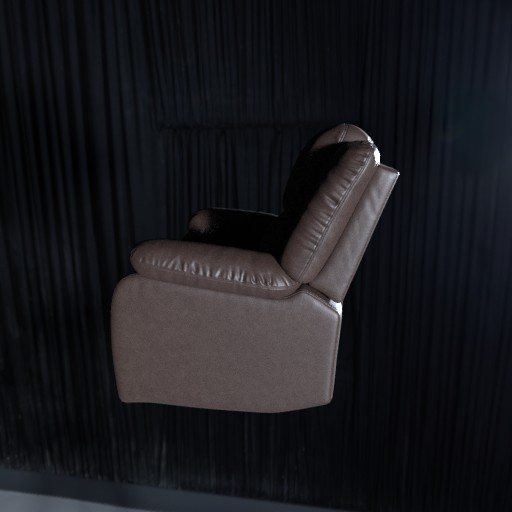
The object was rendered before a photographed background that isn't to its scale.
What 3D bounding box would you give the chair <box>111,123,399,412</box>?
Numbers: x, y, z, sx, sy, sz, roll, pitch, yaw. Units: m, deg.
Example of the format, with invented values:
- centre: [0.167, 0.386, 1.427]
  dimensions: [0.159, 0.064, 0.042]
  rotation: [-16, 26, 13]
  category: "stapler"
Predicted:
- centre: [0.000, 0.000, 1.779]
  dimensions: [0.934, 1.009, 0.899]
  rotation: [2, 15, 8]
  category: "chair"
